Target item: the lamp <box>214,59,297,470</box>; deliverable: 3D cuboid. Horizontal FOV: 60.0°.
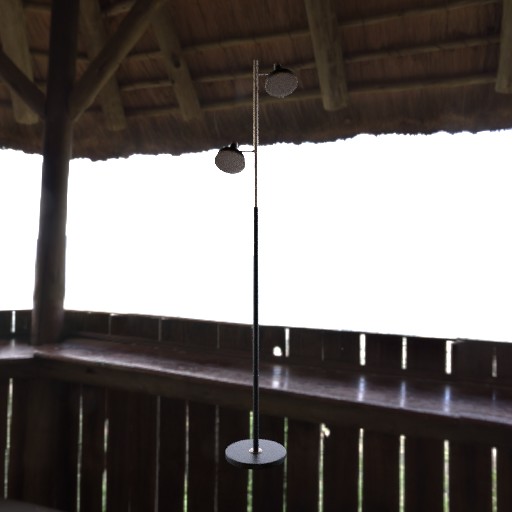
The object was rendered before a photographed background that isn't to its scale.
[{"bbox_3d":[0.000,0.000,1.874,0.351,1.674,0.253,0,-2,2],"label":"lamp"}]
